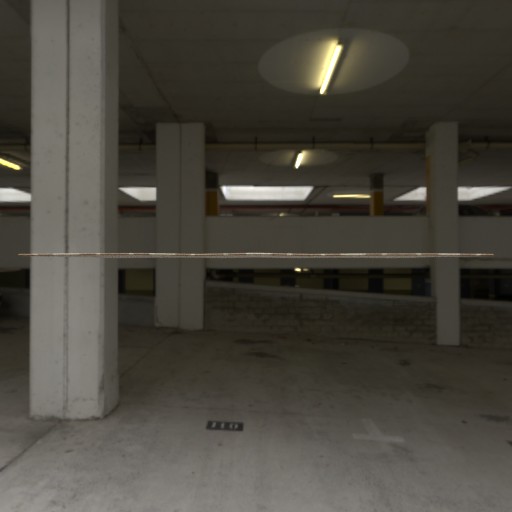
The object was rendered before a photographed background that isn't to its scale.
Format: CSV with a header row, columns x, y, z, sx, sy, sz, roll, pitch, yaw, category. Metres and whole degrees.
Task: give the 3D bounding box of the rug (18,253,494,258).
x,y,z,sx,sy,sz,roll,pitch,yaw,category
0.000,0.000,2.194,1.761,0.013,1.152,0,-1,0,rug
